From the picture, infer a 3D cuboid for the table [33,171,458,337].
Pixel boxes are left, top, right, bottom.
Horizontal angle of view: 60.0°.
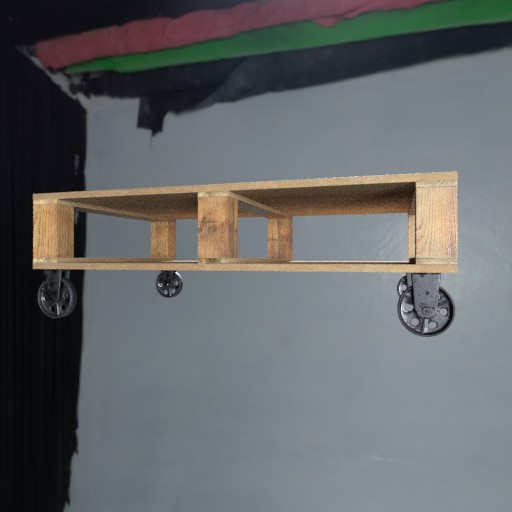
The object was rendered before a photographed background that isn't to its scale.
[{"bbox_3d":[0.000,0.000,1.677,1.299,0.413,0.827,0,0,18],"label":"table"}]
